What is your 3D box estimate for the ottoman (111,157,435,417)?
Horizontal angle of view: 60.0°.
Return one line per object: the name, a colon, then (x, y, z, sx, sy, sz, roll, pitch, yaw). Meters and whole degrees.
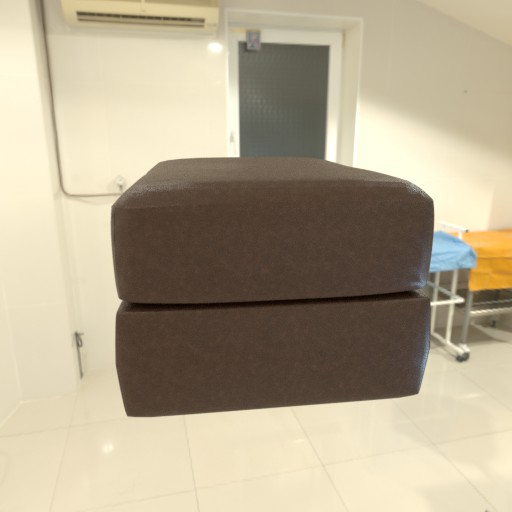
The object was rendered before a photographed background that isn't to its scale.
ottoman: (0.000, 0.000, 1.145, 0.603, 0.476, 0.751, -2, 16, -7)
